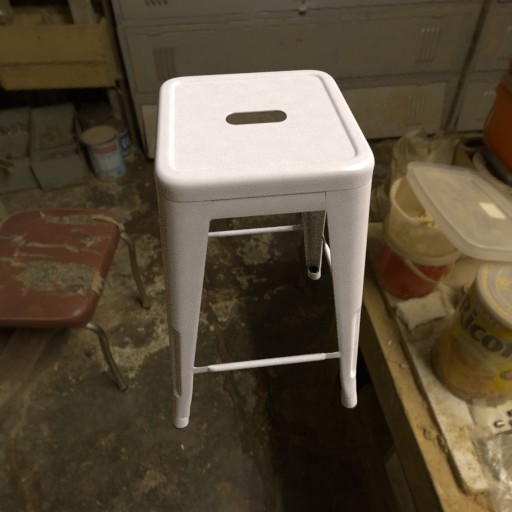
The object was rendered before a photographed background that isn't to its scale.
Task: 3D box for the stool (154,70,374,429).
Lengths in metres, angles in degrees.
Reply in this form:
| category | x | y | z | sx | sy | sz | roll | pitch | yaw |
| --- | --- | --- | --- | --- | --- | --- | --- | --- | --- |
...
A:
| category | x | y | z | sx | sy | sz | roll | pitch | yaw |
| --- | --- | --- | --- | --- | --- | --- | --- | --- | --- |
| stool | 0.000 | 0.000 | 0.877 | 0.406 | 0.610 | 0.406 | -5 | 47 | -5 |
